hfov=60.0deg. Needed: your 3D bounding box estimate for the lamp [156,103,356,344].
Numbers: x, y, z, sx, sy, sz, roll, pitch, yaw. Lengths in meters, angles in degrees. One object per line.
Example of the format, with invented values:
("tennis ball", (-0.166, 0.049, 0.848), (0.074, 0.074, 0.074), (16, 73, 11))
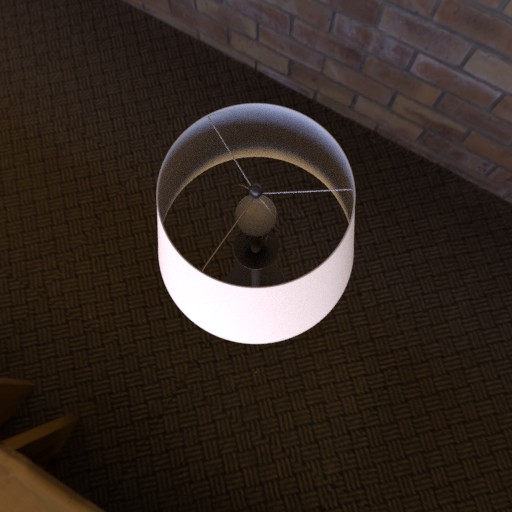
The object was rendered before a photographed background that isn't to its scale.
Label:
("lamp", (0.000, 0.000, 0.906), (0.363, 0.696, 0.363), (0, 75, 0))
